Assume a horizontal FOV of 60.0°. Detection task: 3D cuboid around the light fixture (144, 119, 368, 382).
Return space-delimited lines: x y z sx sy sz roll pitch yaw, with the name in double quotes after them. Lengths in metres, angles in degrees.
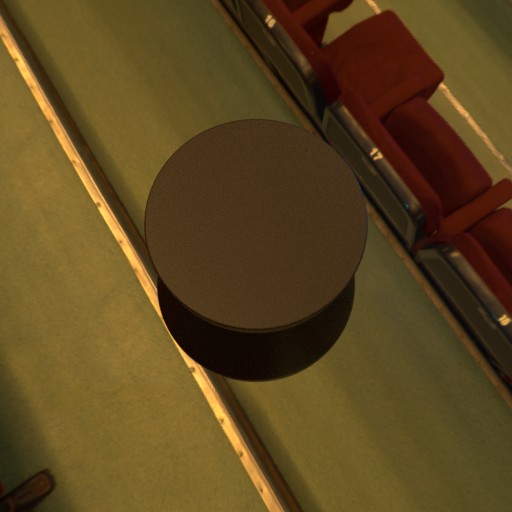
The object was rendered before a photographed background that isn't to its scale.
0.000 0.000 0.363 0.200 0.183 0.200 0 75 0 "light fixture"
